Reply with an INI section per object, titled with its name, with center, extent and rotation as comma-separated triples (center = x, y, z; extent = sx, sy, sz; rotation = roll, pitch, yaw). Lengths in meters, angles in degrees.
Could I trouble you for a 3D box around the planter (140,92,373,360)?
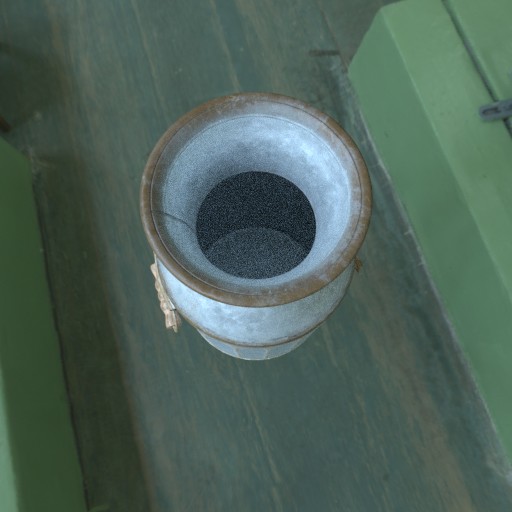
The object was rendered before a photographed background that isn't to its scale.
[planter]
center = 0.000, 0.000, 0.507
extent = 0.248, 0.358, 0.215
rotation = -17, 75, -5
